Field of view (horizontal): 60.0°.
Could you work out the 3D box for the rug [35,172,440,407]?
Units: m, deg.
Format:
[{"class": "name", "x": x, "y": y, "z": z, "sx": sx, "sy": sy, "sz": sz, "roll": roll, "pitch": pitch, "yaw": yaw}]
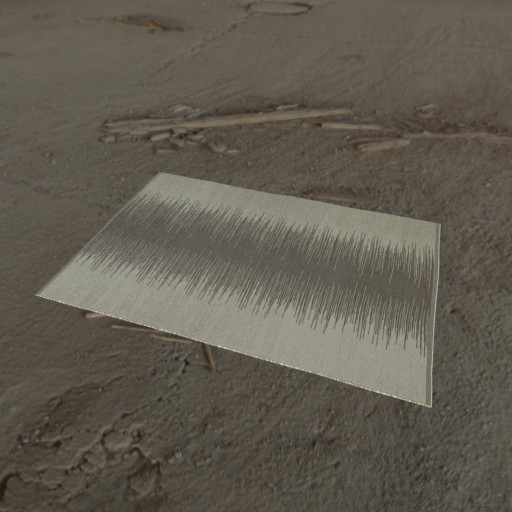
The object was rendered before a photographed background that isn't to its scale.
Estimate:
[{"class": "rug", "x": 0.000, "y": 0.000, "z": 2.320, "sx": 1.815, "sy": 0.007, "sz": 1.226, "roll": 13, "pitch": 42, "yaw": 14}]
